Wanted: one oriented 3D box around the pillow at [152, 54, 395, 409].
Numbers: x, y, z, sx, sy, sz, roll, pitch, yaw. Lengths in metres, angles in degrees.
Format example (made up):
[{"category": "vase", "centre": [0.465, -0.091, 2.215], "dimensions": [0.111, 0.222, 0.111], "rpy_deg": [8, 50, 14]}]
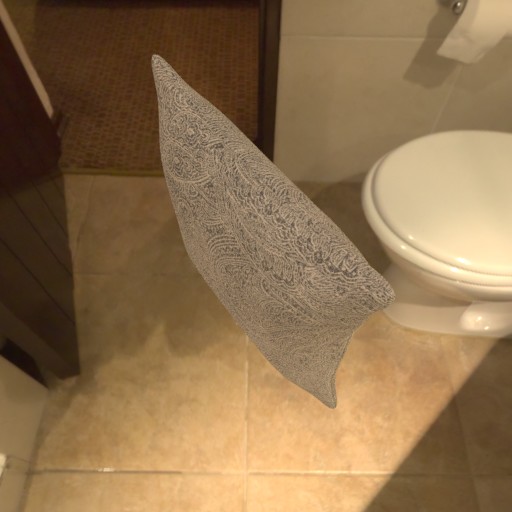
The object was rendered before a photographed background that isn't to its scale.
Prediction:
[{"category": "pillow", "centre": [0.000, 0.000, 0.789], "dimensions": [0.166, 0.510, 0.523], "rpy_deg": [-32, 64, -18]}]
